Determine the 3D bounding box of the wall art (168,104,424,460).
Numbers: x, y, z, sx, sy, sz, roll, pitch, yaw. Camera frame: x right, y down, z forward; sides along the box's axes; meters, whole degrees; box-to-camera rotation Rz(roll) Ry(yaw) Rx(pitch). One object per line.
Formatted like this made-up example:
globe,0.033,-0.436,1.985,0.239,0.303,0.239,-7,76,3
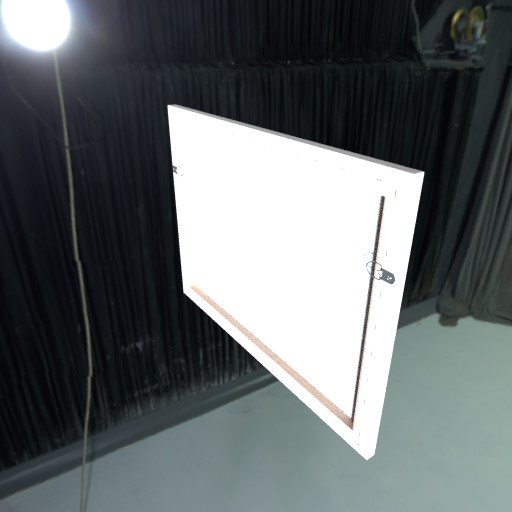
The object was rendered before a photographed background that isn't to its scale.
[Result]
wall art,0.000,0.000,1.618,0.042,0.912,1.219,-18,32,-31
